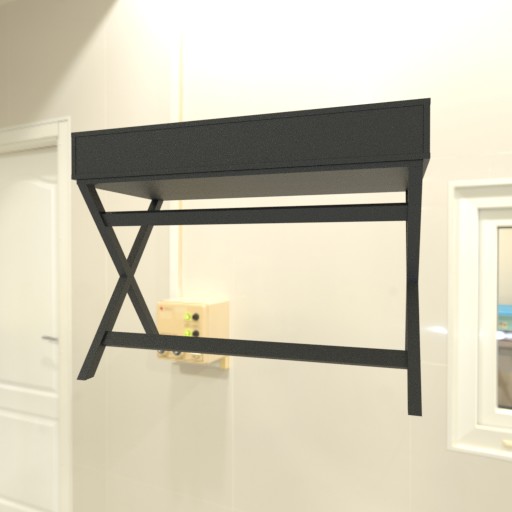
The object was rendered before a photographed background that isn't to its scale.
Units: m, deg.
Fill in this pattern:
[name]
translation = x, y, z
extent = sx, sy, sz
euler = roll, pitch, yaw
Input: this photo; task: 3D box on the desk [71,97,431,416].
[desk]
translation = 0.000, 0.000, 1.491
extent = 1.057, 0.780, 0.525
euler = 0, 1, 18
